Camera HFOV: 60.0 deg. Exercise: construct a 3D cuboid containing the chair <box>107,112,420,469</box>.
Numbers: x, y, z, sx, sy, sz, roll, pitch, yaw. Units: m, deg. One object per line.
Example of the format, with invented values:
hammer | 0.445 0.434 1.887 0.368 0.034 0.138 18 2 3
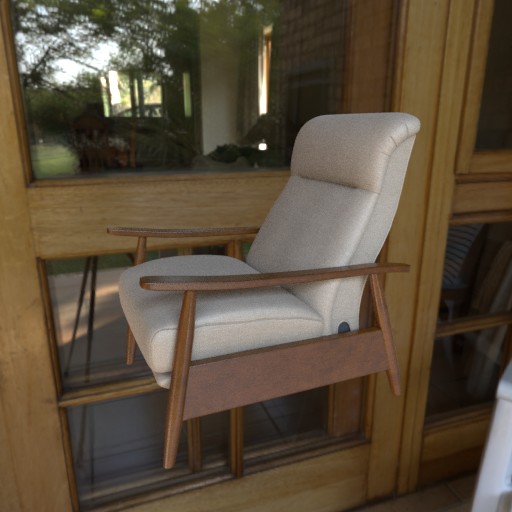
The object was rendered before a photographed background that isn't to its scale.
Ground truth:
chair | 0.000 0.000 1.754 1.030 1.082 0.762 -7 18 -24
